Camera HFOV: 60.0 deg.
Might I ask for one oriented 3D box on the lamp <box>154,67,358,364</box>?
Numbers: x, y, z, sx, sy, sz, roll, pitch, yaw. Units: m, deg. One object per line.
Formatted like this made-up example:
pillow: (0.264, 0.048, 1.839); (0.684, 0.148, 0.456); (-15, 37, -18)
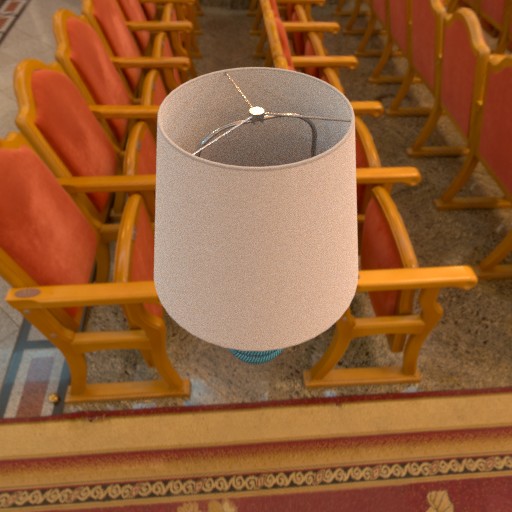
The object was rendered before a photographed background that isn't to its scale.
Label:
lamp: (0.000, 0.000, 0.549); (0.254, 0.392, 0.254); (0, 47, 0)
